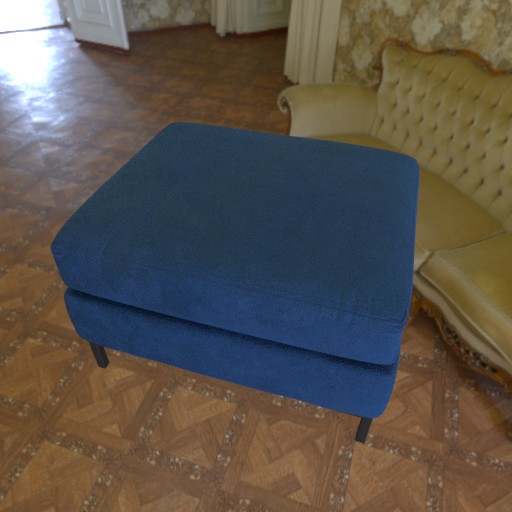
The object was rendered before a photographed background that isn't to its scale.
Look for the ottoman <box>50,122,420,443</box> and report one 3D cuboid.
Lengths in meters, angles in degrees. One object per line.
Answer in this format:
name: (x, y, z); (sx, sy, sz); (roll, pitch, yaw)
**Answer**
ottoman: (0.000, 0.000, 1.204); (0.794, 0.485, 0.655); (12, 43, 13)
